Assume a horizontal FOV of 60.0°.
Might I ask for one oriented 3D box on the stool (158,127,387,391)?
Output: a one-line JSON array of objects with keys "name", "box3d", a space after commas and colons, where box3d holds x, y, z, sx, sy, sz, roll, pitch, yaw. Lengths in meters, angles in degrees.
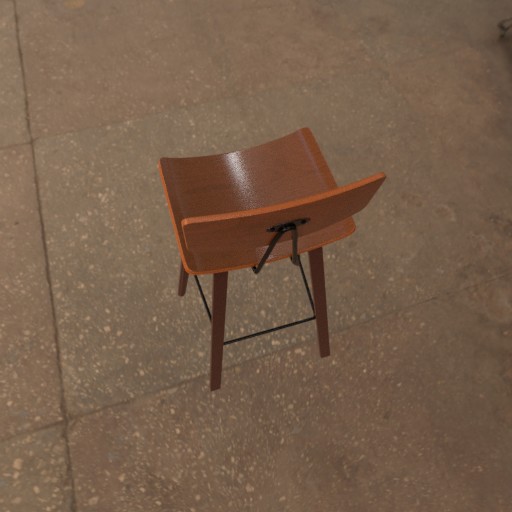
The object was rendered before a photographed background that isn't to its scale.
[{"name": "stool", "box3d": [0.000, 0.000, 1.257, 0.509, 0.969, 0.440, -14, 59, -9]}]
